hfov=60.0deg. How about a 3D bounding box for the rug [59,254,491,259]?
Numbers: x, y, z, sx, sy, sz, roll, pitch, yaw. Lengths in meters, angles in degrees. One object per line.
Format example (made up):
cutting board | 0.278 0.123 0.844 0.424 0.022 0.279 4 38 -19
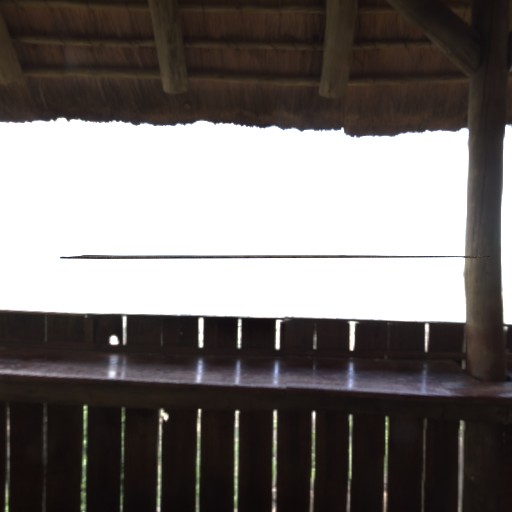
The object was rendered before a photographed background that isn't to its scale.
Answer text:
rug | 0.000 0.000 4.239 3.228 0.024 2.443 0 0 -18
